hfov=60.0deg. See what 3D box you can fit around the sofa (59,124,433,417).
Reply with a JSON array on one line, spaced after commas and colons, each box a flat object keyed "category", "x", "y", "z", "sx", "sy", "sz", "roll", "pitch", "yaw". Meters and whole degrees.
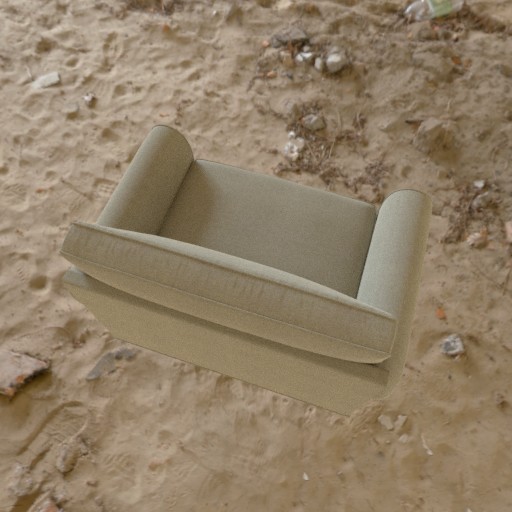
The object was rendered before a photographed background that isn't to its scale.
[{"category": "sofa", "x": 0.000, "y": 0.000, "z": 2.011, "sx": 1.405, "sy": 0.991, "sz": 0.936, "roll": 16, "pitch": 64, "yaw": 8}]
